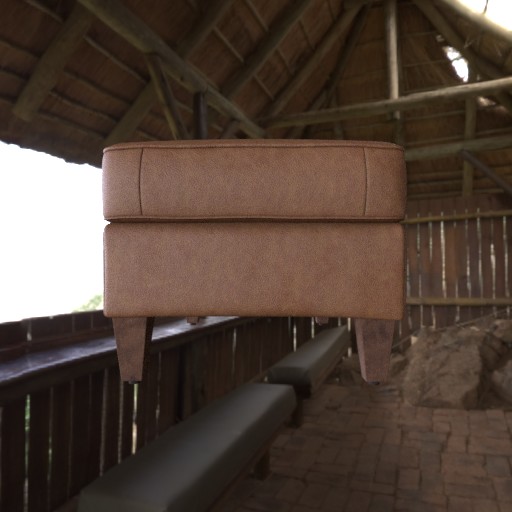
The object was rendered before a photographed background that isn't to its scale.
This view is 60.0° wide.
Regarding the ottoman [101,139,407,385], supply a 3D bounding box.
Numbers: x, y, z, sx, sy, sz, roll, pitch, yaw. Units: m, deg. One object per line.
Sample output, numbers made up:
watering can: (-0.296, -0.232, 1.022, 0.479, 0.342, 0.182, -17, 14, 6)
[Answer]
ottoman: (0.000, 0.000, 1.199, 0.584, 0.483, 0.864, 0, 0, 1)
